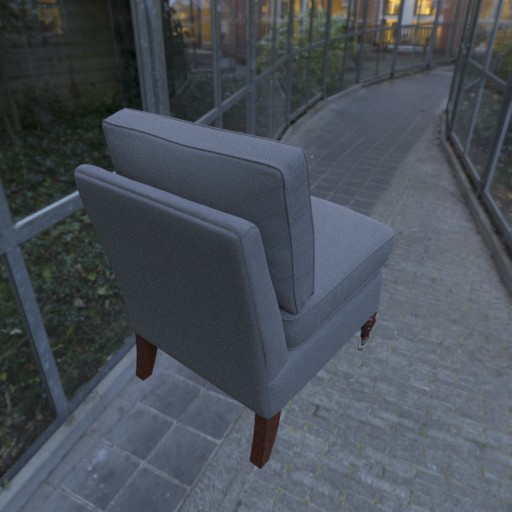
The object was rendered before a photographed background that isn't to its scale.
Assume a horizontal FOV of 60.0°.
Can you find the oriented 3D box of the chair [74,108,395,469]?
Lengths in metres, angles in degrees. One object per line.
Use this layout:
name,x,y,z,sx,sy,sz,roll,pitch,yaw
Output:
chair,0.000,0.000,1.633,0.724,1.045,0.924,22,36,34
